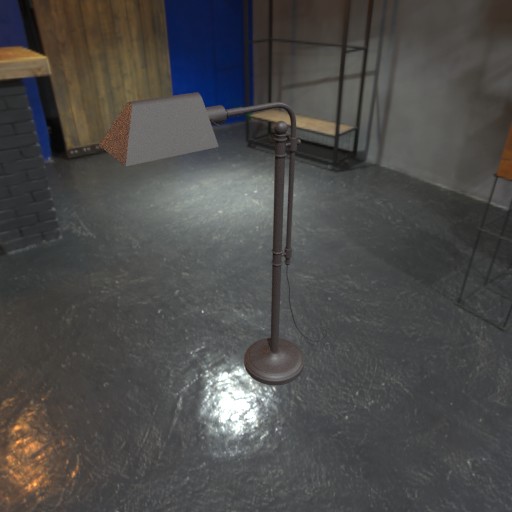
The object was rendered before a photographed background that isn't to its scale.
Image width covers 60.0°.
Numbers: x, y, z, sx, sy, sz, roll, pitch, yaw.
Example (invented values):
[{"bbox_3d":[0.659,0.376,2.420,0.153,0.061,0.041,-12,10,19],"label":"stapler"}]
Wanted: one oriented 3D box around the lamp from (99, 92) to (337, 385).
[{"bbox_3d":[0.000,0.000,0.965,0.545,0.708,0.159,-20,37,-29],"label":"lamp"}]
